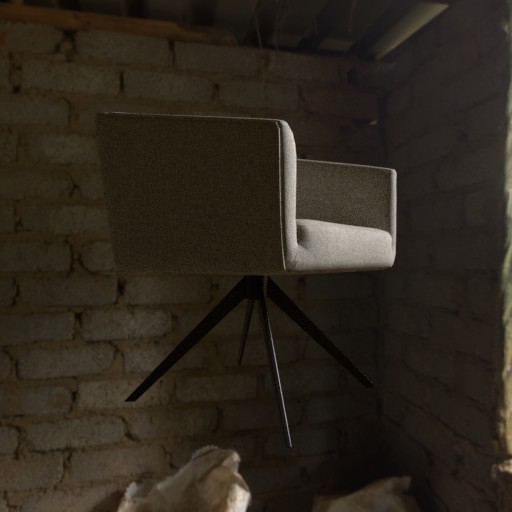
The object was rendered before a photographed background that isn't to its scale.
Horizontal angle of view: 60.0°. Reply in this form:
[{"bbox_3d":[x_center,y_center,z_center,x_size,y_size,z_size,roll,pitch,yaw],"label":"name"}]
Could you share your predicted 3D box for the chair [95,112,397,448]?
[{"bbox_3d":[0.000,0.000,1.225,0.623,0.760,0.628,0,0,37],"label":"chair"}]
